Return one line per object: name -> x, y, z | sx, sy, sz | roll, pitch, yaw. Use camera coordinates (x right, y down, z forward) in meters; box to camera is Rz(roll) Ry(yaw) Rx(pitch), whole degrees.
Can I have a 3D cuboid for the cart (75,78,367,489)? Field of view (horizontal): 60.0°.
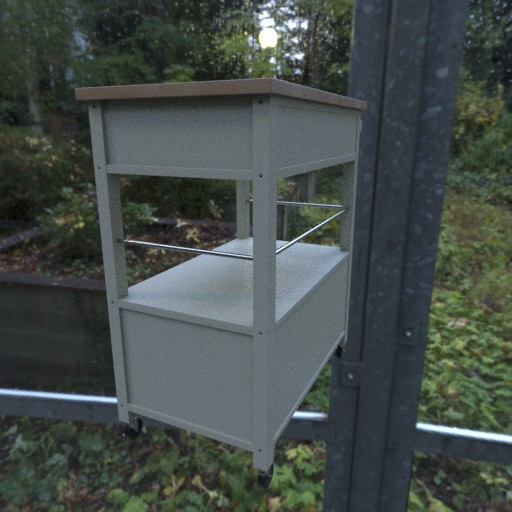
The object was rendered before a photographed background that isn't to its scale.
cart -> 0.000, 0.000, 1.335 | 0.459, 0.901, 0.840 | 7, 17, 24
